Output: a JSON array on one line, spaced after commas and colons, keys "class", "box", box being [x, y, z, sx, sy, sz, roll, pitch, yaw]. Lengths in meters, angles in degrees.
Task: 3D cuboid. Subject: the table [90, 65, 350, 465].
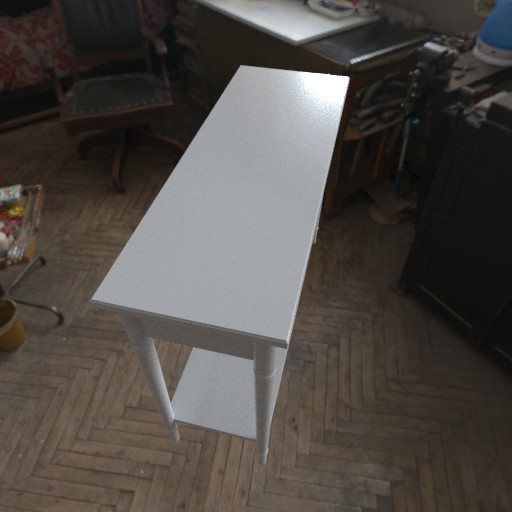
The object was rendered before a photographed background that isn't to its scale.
[{"class": "table", "box": [0.000, 0.000, 1.429, 0.381, 0.749, 1.067, 10, 47, 10]}]
